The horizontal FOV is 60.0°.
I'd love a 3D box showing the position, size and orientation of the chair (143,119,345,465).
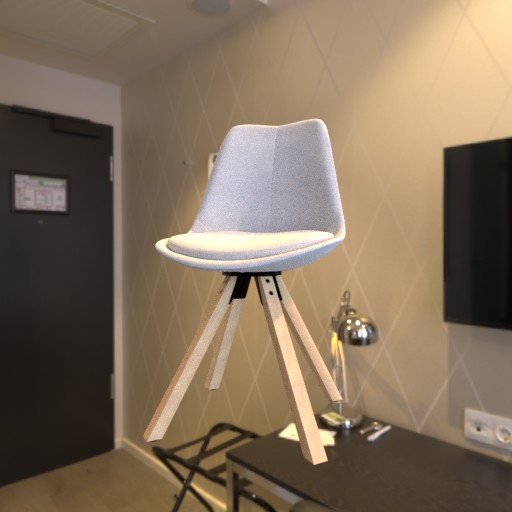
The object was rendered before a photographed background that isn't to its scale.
[{"bbox_3d":[0.000,0.000,1.210,0.474,0.863,0.549,0,1,16],"label":"chair"}]
